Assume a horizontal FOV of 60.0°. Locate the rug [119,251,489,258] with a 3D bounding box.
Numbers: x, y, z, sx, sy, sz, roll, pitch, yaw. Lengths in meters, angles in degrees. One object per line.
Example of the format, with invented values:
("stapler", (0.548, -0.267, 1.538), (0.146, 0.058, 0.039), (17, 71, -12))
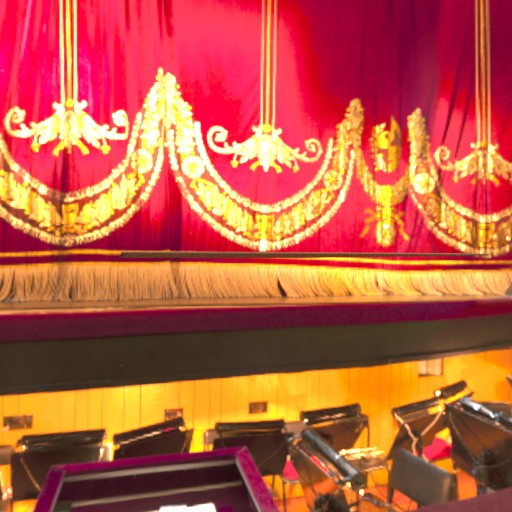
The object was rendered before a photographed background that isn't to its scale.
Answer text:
("rug", (0.000, 0.000, 4.143), (2.441, 0.016, 3.095), (0, -1, -17))
